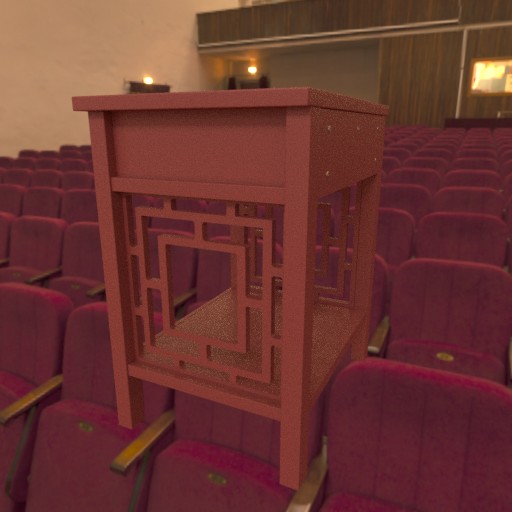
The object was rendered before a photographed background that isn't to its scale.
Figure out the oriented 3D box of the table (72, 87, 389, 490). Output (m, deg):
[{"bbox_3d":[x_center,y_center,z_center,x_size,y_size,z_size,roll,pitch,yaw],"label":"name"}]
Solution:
[{"bbox_3d":[0.000,0.000,1.044,0.451,0.686,0.599,8,18,25],"label":"table"}]
